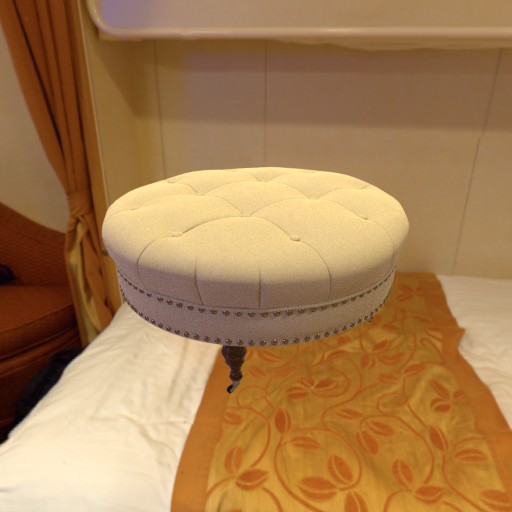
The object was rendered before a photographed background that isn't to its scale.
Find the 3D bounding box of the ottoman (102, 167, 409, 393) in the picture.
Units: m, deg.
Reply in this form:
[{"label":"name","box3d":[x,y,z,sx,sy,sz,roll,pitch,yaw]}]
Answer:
[{"label":"ottoman","box3d":[0.000,0.000,1.416,0.901,0.439,0.901,0,25,0]}]
